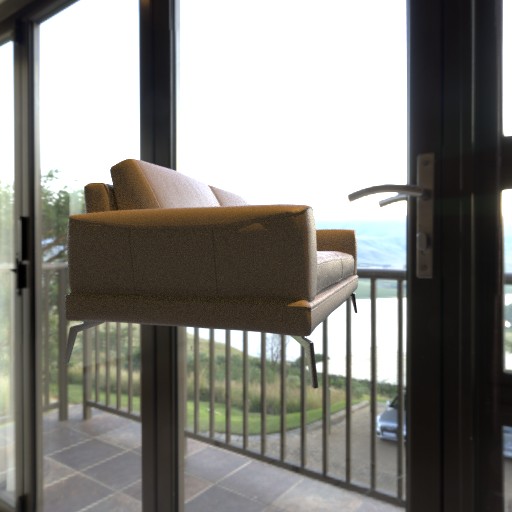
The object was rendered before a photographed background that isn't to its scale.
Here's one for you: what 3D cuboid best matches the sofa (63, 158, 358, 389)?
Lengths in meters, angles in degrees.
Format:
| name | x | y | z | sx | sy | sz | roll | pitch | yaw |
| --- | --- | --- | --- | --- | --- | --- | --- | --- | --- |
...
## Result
| name | x | y | z | sx | sy | sz | roll | pitch | yaw |
| --- | --- | --- | --- | --- | --- | --- | --- | --- | --- |
| sofa | 0.000 | 0.000 | 2.746 | 1.121 | 0.930 | 2.177 | 0 | 1 | 17 |
